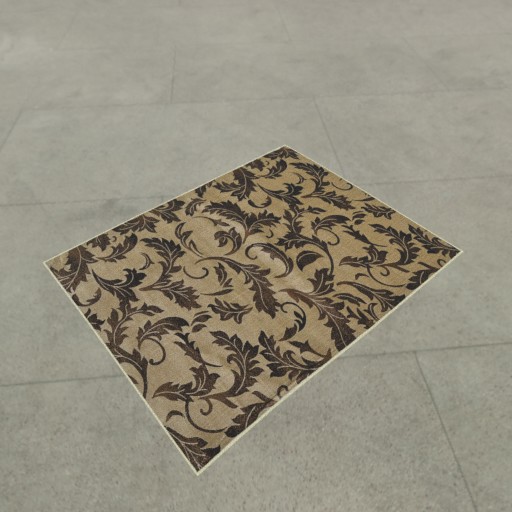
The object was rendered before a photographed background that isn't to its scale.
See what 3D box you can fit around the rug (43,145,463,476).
[{"bbox_3d":[0.000,0.000,3.993,2.977,0.008,2.380,-32,54,-27],"label":"rug"}]
